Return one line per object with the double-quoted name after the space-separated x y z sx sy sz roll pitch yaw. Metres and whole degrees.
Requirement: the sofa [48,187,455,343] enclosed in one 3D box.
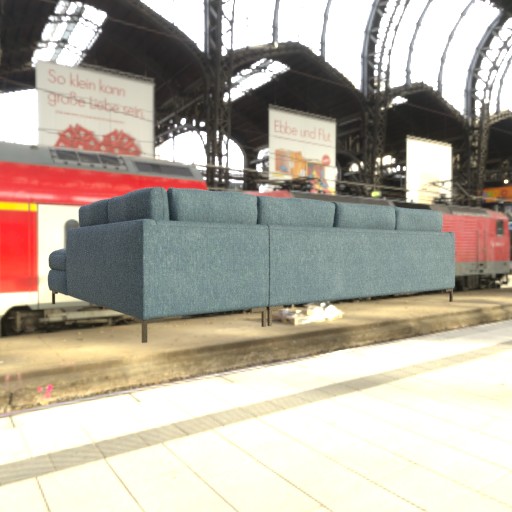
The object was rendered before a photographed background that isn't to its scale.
0.000 0.000 3.834 2.949 0.815 2.007 -1 1 -37 "sofa"
